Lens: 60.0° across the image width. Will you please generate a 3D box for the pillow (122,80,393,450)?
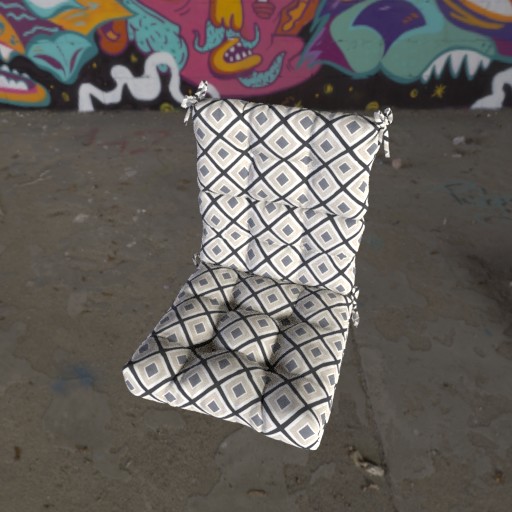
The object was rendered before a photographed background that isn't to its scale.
[{"bbox_3d":[0.000,0.000,1.040,0.519,0.605,0.571,12,40,15],"label":"pillow"}]
